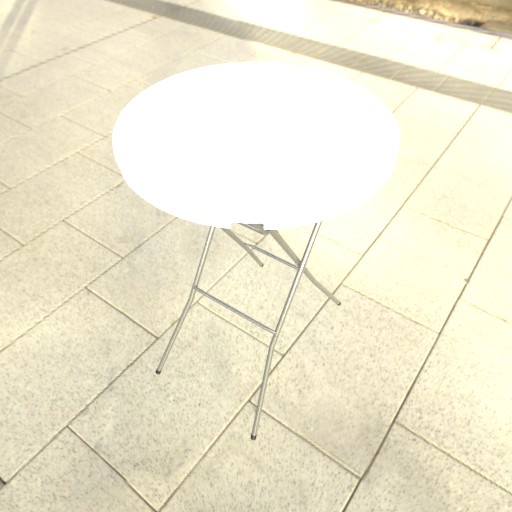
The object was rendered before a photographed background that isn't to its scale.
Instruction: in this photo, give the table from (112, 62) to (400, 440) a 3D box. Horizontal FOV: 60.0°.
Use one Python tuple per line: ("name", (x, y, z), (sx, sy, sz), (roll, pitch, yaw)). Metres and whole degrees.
("table", (0.000, 0.000, 1.647), (0.792, 1.105, 0.795), (26, 52, 23))
